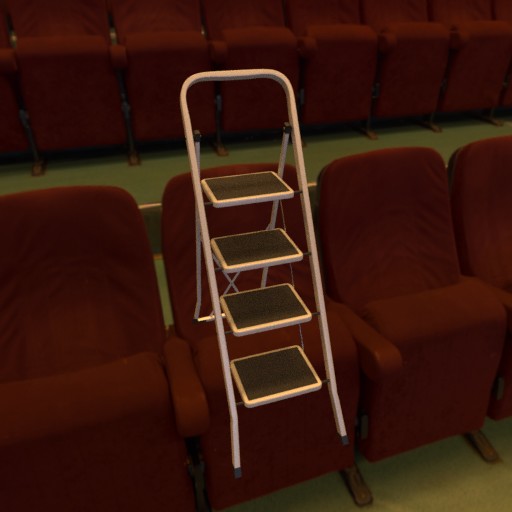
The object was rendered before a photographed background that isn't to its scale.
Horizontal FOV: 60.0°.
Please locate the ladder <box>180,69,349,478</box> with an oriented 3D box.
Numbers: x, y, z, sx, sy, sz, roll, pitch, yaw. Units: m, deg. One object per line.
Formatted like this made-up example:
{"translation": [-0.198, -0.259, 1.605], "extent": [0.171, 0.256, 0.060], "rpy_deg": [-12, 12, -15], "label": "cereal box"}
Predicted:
{"translation": [0.000, 0.000, 1.705], "extent": [0.460, 1.265, 0.914], "rpy_deg": [-10, 32, -16], "label": "ladder"}
